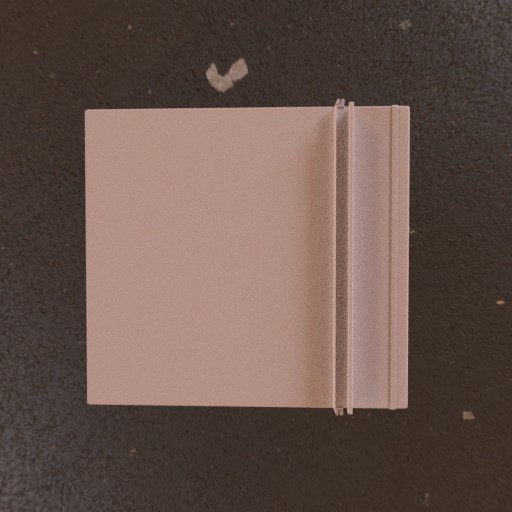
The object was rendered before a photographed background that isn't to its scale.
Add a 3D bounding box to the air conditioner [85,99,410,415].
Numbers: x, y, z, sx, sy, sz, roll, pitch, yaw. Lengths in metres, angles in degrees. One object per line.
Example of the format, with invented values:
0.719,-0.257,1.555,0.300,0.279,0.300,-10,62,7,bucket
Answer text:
0.000,0.000,0.876,0.546,0.388,0.503,0,91,2,air conditioner
